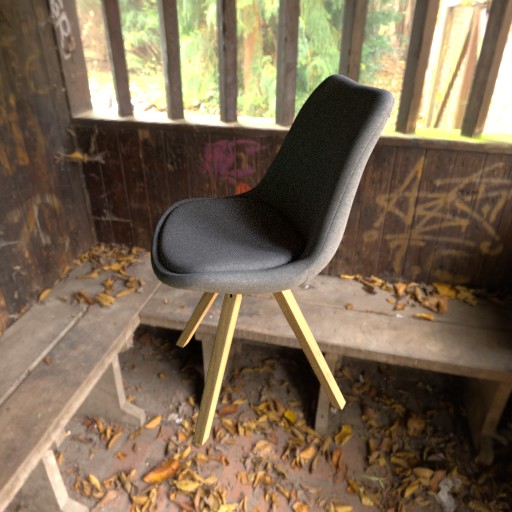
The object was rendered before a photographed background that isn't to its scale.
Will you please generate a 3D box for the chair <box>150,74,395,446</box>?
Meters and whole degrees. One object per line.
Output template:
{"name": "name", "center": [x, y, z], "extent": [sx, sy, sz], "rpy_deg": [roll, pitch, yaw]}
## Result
{"name": "chair", "center": [0.000, 0.000, 1.195], "extent": [0.550, 0.865, 0.483], "rpy_deg": [-8, 31, -13]}
